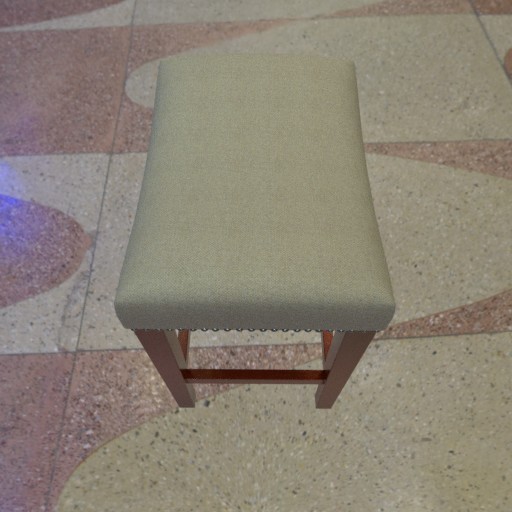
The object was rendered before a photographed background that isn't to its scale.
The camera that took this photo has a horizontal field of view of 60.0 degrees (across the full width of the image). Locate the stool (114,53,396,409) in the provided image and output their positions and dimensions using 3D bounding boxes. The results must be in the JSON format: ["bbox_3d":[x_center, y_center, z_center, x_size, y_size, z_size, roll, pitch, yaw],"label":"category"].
[{"bbox_3d":[0.000,0.000,0.932,0.375,0.632,0.509,0,59,0],"label":"stool"}]
